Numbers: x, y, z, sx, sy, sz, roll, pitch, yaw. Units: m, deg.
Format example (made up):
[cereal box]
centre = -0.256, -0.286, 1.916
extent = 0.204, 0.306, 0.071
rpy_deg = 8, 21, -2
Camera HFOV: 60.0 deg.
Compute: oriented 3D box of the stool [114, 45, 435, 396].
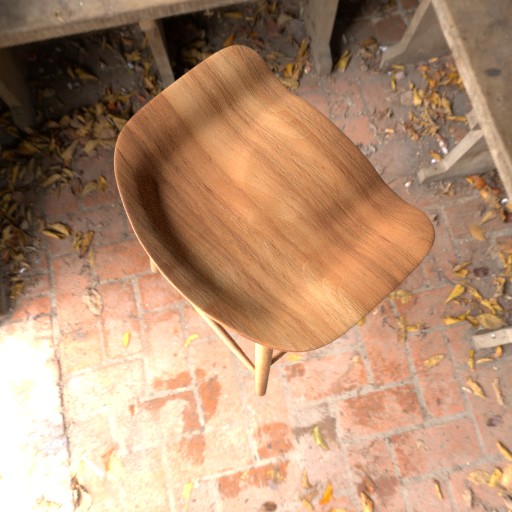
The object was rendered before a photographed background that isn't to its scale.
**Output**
[stool]
centre = 0.000, 0.000, 0.861
extent = 0.361, 0.615, 0.440
rpy_deg = -41, 79, -9
